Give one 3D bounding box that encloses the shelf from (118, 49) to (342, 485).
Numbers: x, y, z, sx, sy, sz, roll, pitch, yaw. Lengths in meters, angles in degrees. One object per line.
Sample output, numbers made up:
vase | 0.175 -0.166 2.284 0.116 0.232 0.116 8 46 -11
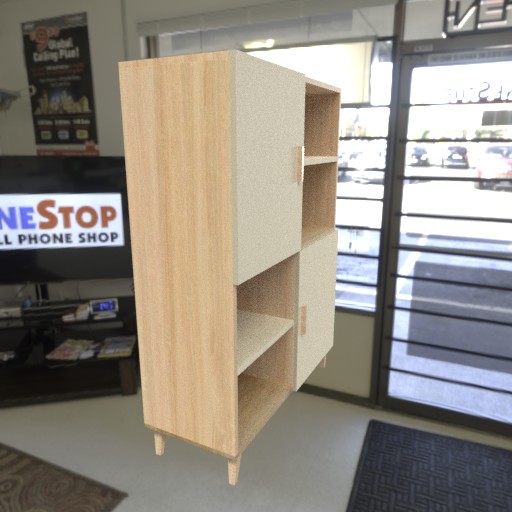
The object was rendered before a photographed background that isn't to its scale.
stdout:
shelf | 0.000 0.000 1.862 0.434 1.405 0.995 8 16 27
